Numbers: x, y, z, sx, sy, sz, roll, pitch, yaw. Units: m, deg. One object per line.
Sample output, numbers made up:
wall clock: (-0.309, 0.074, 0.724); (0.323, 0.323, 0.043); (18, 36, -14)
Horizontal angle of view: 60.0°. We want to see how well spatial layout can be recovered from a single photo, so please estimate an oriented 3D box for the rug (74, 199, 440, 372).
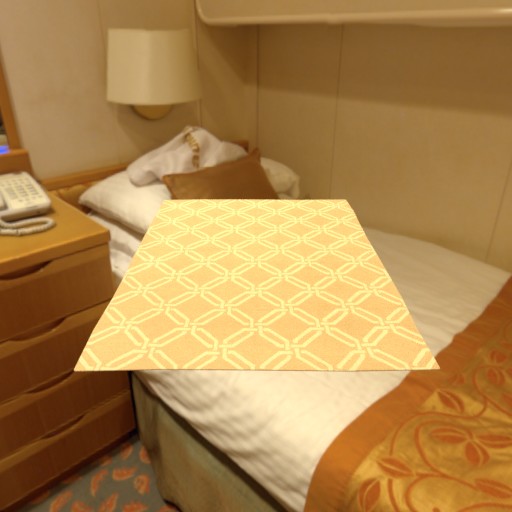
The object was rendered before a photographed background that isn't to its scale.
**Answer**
rug: (0.000, 0.000, 4.417); (2.452, 0.020, 3.365); (0, 27, 0)
